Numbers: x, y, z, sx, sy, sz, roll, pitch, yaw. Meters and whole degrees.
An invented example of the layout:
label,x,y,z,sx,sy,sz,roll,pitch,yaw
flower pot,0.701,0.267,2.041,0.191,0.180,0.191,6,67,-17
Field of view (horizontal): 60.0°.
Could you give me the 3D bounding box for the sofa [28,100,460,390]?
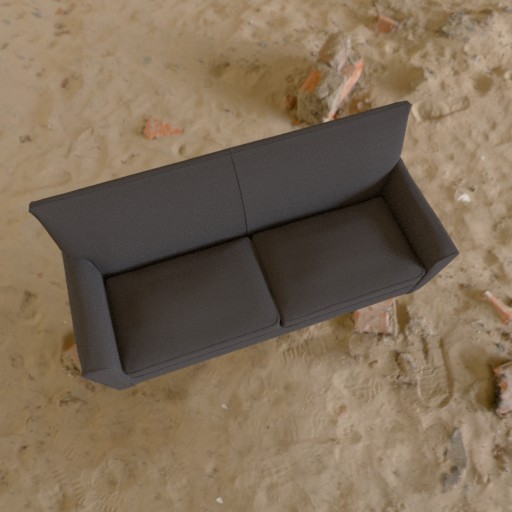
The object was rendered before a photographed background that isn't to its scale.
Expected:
label,x,y,z,sx,sy,sz,roll,pitch,yaw
sofa,0.000,0.000,2.458,2.002,0.907,0.843,-17,66,-8
